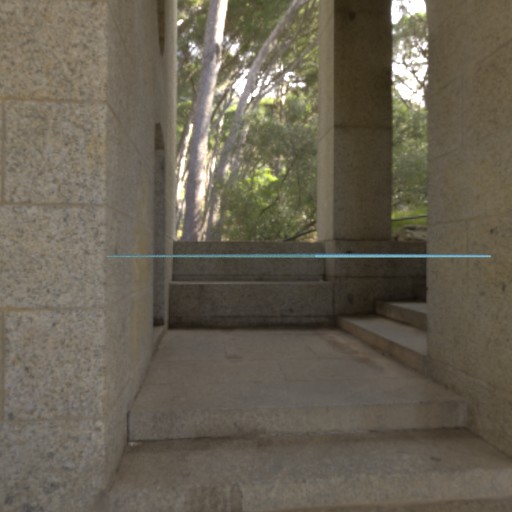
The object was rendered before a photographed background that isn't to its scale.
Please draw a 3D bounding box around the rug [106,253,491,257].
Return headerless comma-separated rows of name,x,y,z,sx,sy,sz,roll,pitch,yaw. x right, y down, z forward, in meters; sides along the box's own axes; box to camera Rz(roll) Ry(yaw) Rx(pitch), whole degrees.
rug,0.000,0.000,1.451,0.604,0.007,1.219,0,0,-35
